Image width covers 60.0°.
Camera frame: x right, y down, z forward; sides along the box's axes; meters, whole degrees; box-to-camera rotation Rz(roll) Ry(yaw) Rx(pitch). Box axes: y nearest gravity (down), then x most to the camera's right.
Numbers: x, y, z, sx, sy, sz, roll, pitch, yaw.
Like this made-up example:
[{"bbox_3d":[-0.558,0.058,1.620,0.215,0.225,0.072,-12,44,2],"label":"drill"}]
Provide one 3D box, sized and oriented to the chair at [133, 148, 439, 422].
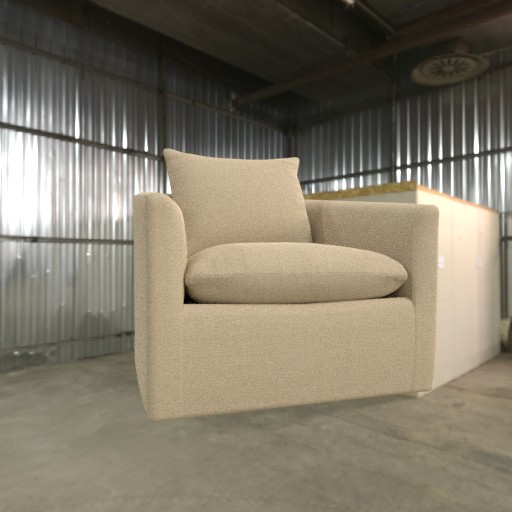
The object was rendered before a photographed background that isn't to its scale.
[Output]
[{"bbox_3d":[0.000,0.000,1.578,0.845,0.848,0.910,0,0,-18],"label":"chair"}]
